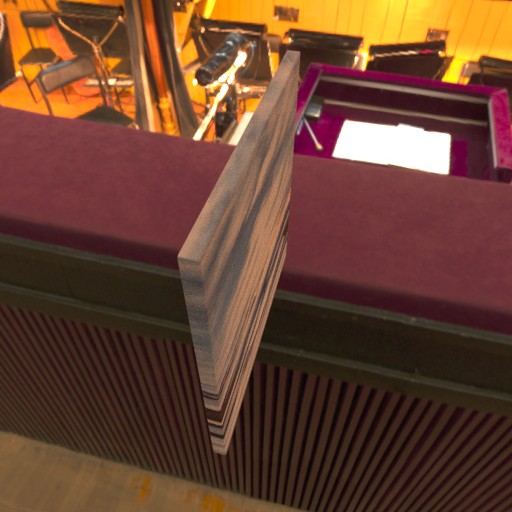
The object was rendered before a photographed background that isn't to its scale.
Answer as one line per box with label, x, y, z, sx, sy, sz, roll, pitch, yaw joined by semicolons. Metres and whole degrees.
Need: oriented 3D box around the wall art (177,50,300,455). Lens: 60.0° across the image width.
wall art;0.000;0.000;1.140;0.035;0.747;0.747;11;47;10
